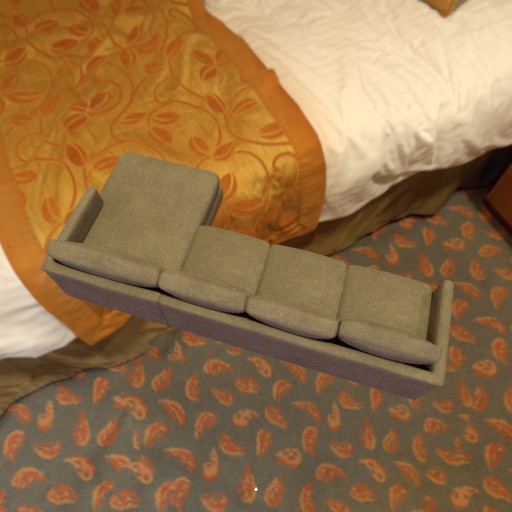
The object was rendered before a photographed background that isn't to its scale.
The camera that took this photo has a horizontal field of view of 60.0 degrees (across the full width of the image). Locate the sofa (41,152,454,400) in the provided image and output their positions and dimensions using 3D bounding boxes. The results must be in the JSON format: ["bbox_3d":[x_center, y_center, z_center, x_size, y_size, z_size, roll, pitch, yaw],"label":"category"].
[{"bbox_3d":[0.000,0.000,4.159,3.471,0.950,1.604,15,63,8],"label":"sofa"}]
